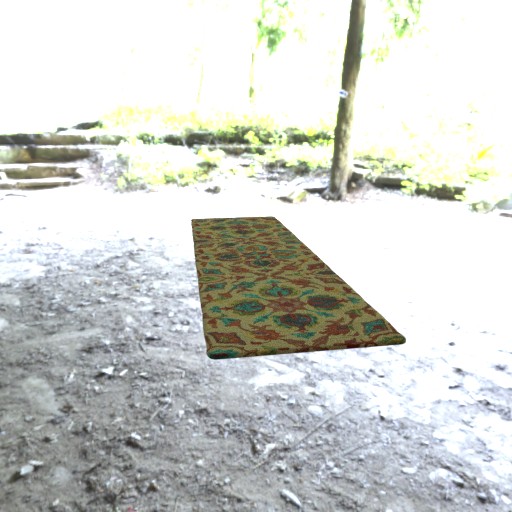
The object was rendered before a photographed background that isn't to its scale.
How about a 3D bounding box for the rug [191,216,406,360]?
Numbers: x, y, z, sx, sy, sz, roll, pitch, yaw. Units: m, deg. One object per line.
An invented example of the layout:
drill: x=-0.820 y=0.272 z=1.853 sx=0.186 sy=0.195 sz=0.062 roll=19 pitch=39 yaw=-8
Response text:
rug: x=0.000 y=0.000 z=2.533 sx=0.693 sy=0.016 sz=2.273 roll=-3 pitch=16 yaw=-9
